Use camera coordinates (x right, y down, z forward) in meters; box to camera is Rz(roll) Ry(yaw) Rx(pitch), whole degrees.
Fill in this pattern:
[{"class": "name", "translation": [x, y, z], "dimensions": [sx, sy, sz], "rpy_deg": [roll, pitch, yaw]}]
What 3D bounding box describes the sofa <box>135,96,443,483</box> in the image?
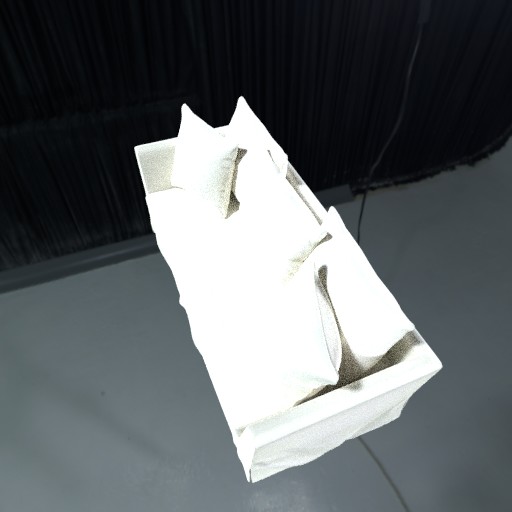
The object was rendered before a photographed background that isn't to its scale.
[{"class": "sofa", "translation": [0.000, 0.000, 2.810], "dimensions": [1.031, 1.034, 2.290], "rpy_deg": [-17, 51, -15]}]
